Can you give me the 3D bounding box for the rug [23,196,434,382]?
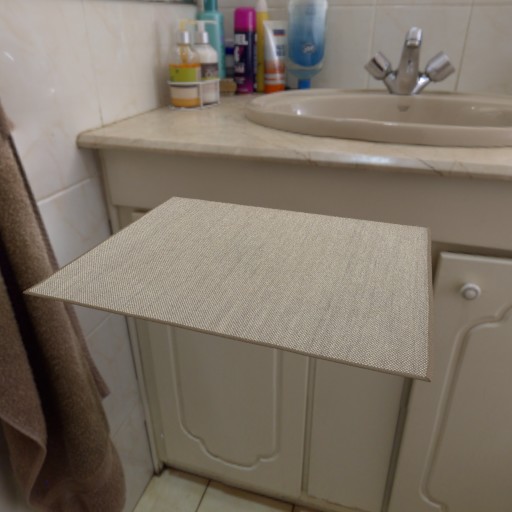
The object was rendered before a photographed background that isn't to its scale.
[{"bbox_3d":[0.000,0.000,4.036,3.041,0.020,2.413,9,28,17],"label":"rug"}]
